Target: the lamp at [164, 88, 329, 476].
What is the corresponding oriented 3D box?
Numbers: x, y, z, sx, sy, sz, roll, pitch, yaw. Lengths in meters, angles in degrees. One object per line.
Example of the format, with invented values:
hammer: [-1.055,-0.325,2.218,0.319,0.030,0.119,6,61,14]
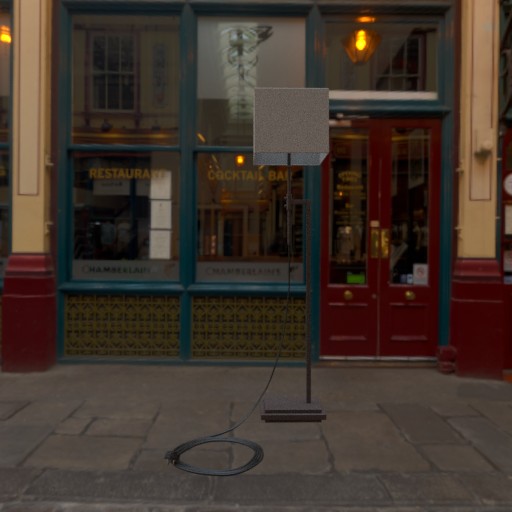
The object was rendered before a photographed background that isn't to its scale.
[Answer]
lamp: [0.000,0.000,1.990,0.698,1.600,0.774,0,-1,-1]
